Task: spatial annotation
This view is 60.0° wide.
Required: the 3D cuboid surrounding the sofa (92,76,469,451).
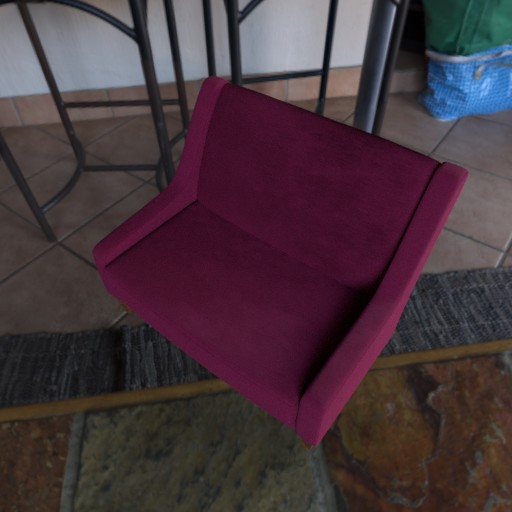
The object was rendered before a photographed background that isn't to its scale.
[{"bbox_3d":[0.000,0.000,1.940,1.242,0.976,0.946,30,53,25],"label":"sofa"}]
